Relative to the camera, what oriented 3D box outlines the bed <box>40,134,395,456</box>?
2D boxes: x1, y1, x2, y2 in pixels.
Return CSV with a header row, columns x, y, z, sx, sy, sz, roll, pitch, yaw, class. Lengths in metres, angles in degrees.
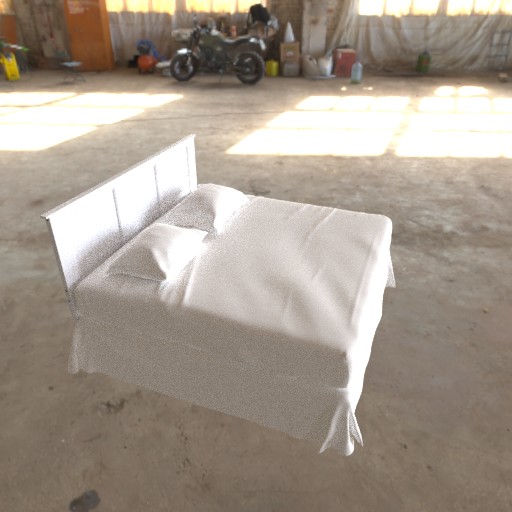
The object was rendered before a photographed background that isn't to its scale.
x,y,z,sx,sy,sz,roll,pitch,yaw,class
0.000,0.000,3.620,2.215,1.273,2.317,11,33,18,bed
